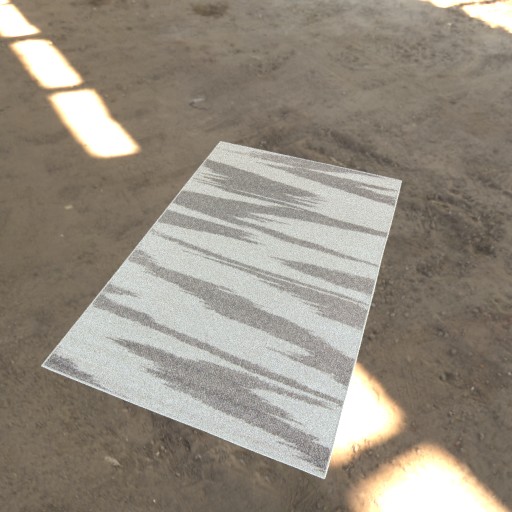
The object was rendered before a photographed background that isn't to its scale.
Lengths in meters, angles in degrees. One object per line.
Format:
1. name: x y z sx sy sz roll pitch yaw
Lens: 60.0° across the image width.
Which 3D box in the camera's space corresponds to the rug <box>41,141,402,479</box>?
1. rug: 0.000 0.000 2.283 1.225 0.008 1.827 16 49 14
